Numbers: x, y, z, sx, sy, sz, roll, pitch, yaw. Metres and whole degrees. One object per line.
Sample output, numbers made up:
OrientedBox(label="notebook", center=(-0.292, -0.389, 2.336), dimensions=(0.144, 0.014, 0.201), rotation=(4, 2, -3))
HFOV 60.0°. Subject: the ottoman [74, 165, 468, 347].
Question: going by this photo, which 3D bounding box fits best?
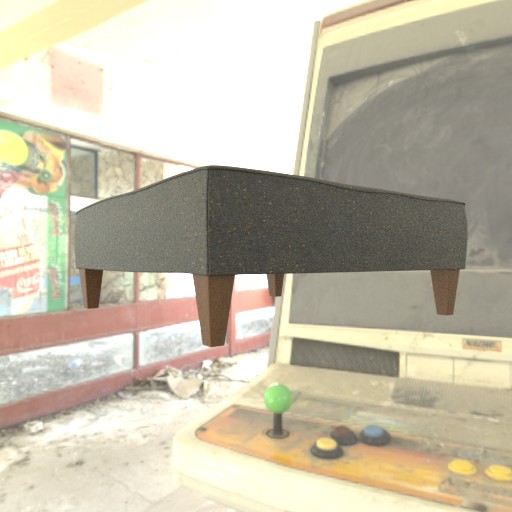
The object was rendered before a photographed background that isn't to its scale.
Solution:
OrientedBox(label="ottoman", center=(0.000, 0.000, 1.544), dimensions=(0.968, 0.382, 1.004), rotation=(0, 0, -36))
